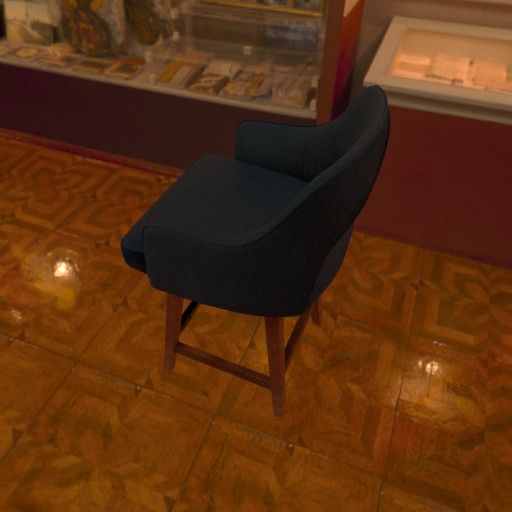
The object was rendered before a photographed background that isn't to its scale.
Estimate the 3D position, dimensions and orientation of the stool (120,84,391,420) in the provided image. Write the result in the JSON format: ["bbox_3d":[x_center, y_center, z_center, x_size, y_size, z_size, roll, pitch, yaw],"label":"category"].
[{"bbox_3d":[0.000,0.000,1.262,0.560,0.940,0.550,17,47,16],"label":"stool"}]
